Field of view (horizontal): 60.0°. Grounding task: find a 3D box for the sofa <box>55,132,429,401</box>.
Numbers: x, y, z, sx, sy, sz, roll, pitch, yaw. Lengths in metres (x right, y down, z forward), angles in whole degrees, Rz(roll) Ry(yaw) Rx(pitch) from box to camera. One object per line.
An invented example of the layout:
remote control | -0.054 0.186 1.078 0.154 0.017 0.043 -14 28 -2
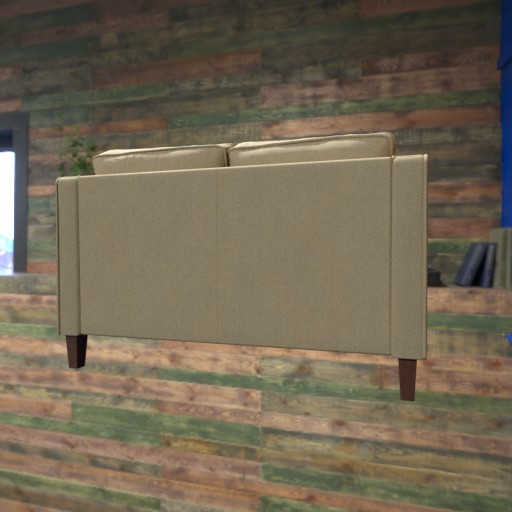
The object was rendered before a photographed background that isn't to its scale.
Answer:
sofa | 0.000 0.000 2.145 1.501 0.971 0.987 0 1 18
